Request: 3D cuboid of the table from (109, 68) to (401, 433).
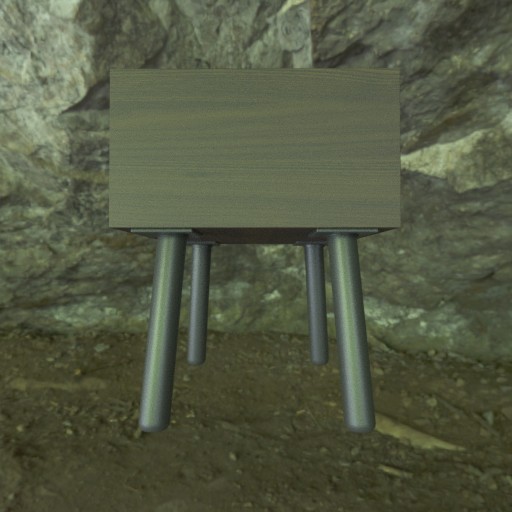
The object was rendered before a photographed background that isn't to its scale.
[{"bbox_3d":[0.000,0.000,0.786,0.370,0.470,0.450,0,-1,0],"label":"table"}]
